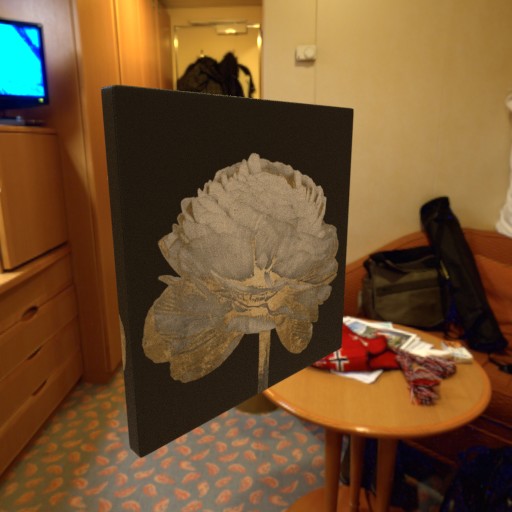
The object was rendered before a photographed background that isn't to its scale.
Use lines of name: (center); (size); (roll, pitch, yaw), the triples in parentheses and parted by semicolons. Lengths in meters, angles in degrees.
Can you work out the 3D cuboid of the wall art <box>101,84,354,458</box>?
wall art: (0.000, 0.000, 0.916); (0.043, 0.611, 0.610); (14, 20, 43)
